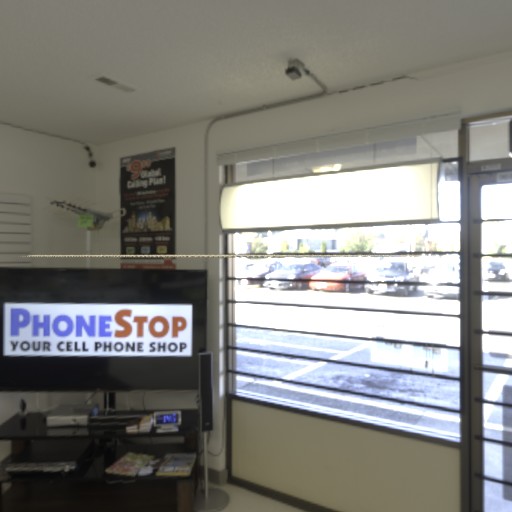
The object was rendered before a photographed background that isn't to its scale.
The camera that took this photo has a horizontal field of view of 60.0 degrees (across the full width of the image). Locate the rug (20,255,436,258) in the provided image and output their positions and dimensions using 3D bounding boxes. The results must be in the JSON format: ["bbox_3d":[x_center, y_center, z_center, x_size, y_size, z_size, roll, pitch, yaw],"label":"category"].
[{"bbox_3d":[0.000,0.000,3.795,2.256,0.013,2.910,0,0,36],"label":"rug"}]
